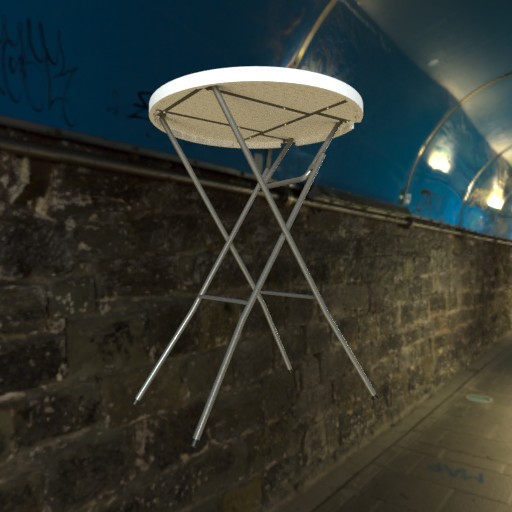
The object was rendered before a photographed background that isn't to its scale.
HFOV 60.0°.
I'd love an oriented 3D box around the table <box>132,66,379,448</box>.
[{"bbox_3d":[0.000,0.000,1.683,0.795,1.105,0.792,0,0,-36],"label":"table"}]
